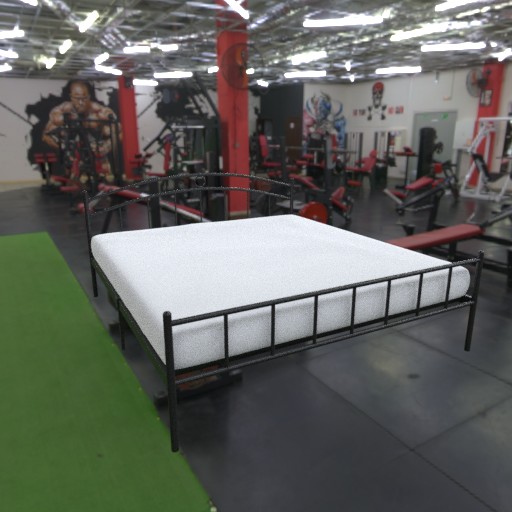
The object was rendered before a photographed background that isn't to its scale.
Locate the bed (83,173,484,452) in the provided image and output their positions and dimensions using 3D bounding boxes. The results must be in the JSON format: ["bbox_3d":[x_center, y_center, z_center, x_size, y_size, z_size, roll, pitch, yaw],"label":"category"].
[{"bbox_3d":[0.000,0.000,3.008,1.880,0.940,2.040,-8,18,-27],"label":"bed"}]
